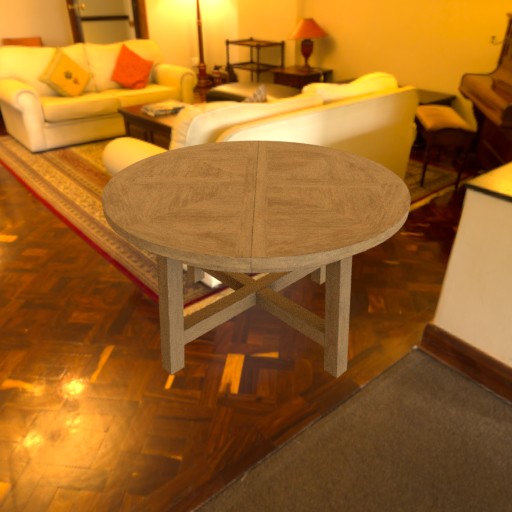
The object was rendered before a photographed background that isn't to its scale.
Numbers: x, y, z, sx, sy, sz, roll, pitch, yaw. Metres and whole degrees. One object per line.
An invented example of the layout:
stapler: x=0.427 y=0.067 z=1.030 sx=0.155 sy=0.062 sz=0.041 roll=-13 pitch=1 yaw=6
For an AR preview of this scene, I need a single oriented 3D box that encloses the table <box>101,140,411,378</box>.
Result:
table: x=0.000 y=0.000 z=2.167 sx=1.319 sy=0.762 sz=1.319 roll=0 pitch=30 yaw=0
